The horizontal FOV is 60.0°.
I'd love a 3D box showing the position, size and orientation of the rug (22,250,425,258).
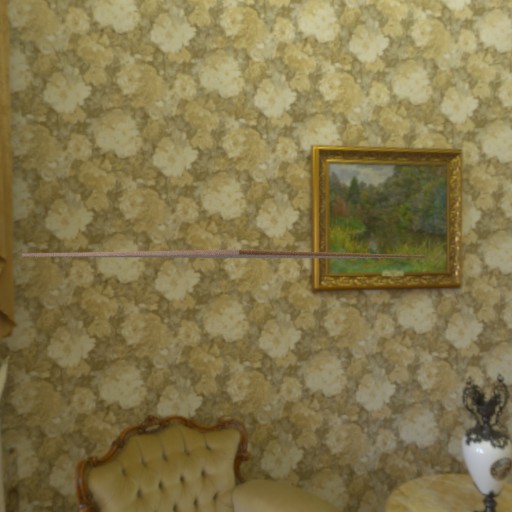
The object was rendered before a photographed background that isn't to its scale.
[{"bbox_3d":[0.000,0.000,2.325,1.219,0.014,1.829,0,-1,36],"label":"rug"}]
